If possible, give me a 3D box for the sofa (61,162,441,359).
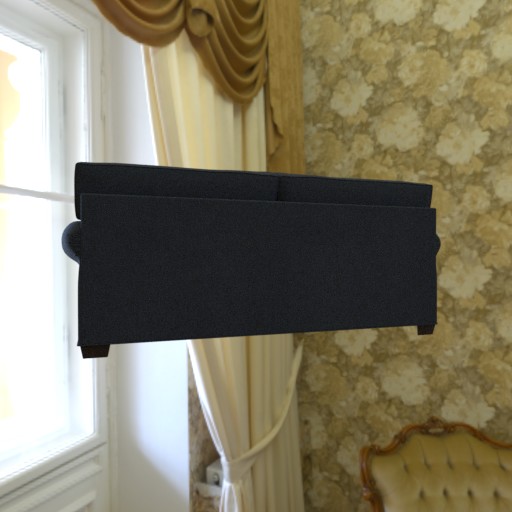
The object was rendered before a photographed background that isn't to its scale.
[{"bbox_3d":[0.000,0.000,2.981,2.391,1.026,0.954,0,0,-19],"label":"sofa"}]
